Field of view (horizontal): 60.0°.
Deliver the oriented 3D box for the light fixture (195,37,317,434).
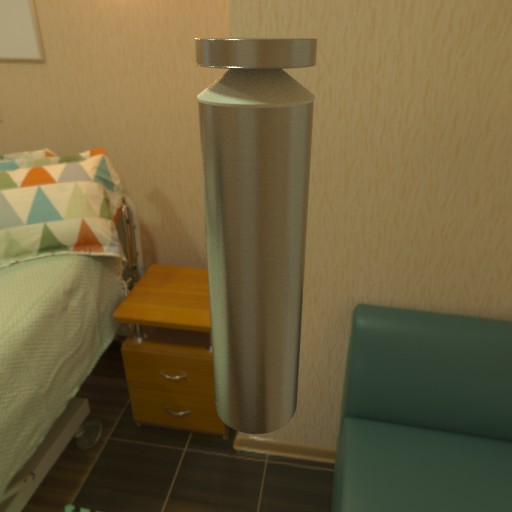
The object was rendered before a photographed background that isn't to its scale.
[{"bbox_3d":[0.000,0.000,0.454,0.102,0.400,0.102,-9,28,-17],"label":"light fixture"}]
